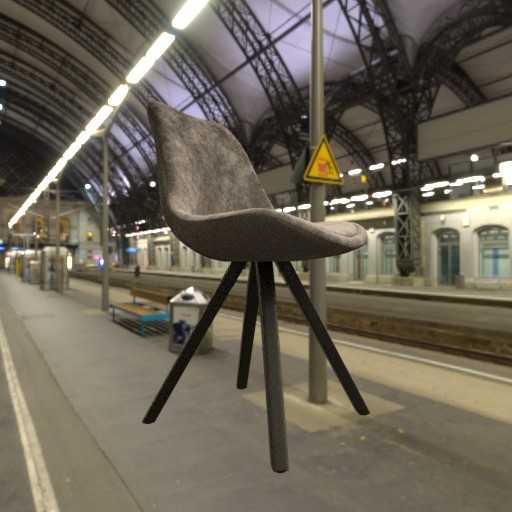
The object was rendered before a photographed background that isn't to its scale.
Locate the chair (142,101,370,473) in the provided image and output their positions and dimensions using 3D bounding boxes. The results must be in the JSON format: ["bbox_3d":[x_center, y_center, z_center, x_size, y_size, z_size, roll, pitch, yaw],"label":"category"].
[{"bbox_3d":[0.000,0.000,1.164,0.550,0.850,0.485,0,-1,37],"label":"chair"}]
